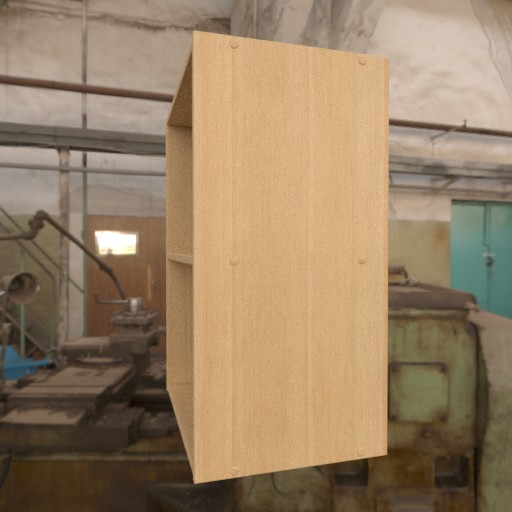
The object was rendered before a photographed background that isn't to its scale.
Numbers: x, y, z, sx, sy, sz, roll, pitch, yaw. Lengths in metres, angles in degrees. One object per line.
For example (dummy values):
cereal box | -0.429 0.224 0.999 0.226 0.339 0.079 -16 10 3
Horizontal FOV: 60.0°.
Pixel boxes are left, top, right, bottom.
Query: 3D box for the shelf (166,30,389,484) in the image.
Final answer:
shelf | 0.000 0.000 0.816 0.290 0.592 0.414 0 1 -16
